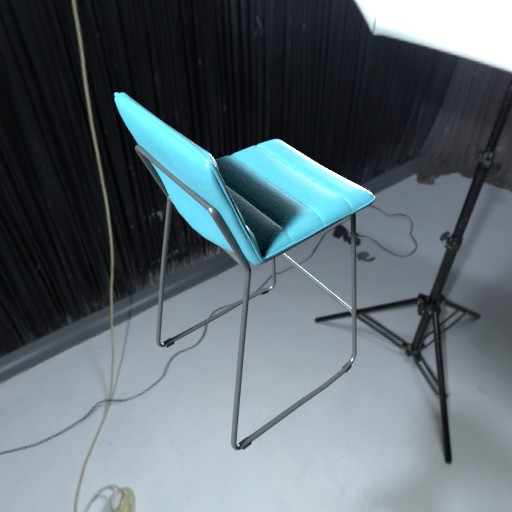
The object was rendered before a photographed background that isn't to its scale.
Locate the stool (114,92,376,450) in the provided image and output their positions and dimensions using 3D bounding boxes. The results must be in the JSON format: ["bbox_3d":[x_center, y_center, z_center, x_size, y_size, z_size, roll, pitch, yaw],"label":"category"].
[{"bbox_3d":[0.000,0.000,1.249,0.524,0.936,0.489,-27,48,-27],"label":"stool"}]
